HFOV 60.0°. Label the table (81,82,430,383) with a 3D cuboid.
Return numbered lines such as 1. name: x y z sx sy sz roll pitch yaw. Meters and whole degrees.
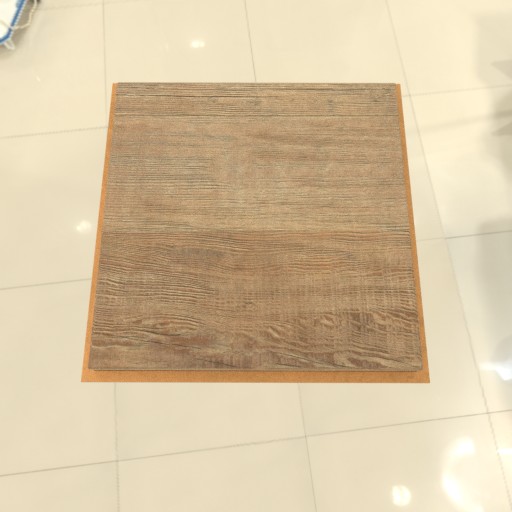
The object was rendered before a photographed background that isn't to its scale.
1. table: 0.000 0.000 1.093 0.599 0.584 0.599 0 74 0
